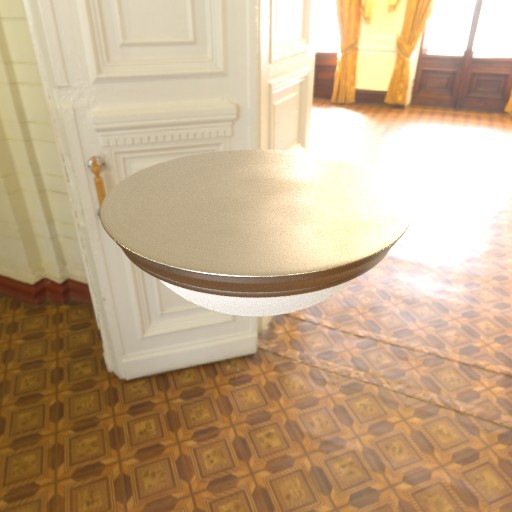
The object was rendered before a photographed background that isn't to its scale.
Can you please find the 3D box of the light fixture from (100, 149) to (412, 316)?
[{"bbox_3d":[0.000,0.000,0.449,0.280,0.135,0.280,0,30,0],"label":"light fixture"}]
